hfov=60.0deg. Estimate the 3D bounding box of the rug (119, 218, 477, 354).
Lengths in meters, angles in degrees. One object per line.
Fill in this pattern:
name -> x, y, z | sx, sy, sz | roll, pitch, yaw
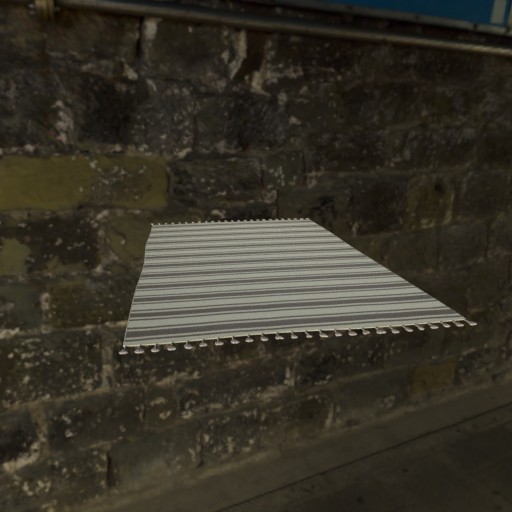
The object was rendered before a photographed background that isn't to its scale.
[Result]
rug -> 0.000, 0.000, 2.453 | 1.229, 0.011, 2.096 | -3, 16, -10
